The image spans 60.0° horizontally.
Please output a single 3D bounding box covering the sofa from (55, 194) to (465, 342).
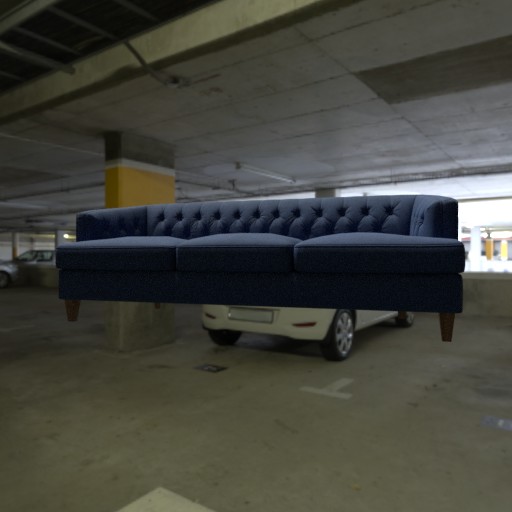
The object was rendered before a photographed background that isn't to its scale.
[{"bbox_3d":[0.000,0.000,2.721,2.235,0.787,0.914,0,0,17],"label":"sofa"}]
